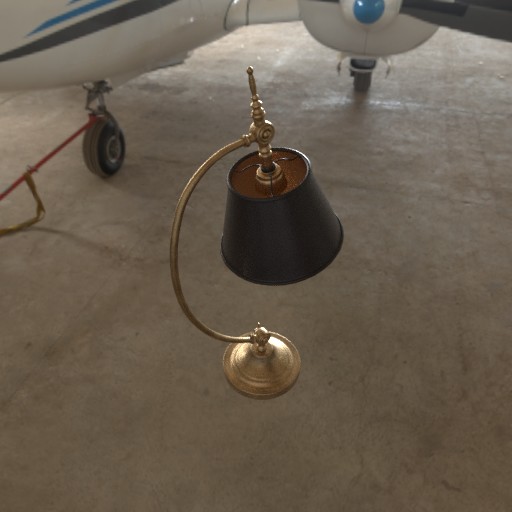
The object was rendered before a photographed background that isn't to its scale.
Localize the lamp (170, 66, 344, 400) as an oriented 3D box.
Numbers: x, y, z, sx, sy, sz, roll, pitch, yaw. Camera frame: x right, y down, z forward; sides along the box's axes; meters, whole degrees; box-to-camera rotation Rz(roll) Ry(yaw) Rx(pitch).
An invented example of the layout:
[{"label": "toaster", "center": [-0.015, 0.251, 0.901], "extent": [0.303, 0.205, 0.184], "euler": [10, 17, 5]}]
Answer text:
[{"label": "lamp", "center": [0.000, 0.000, 0.820], "extent": [0.344, 0.675, 0.235], "euler": [-25, 46, -27]}]
